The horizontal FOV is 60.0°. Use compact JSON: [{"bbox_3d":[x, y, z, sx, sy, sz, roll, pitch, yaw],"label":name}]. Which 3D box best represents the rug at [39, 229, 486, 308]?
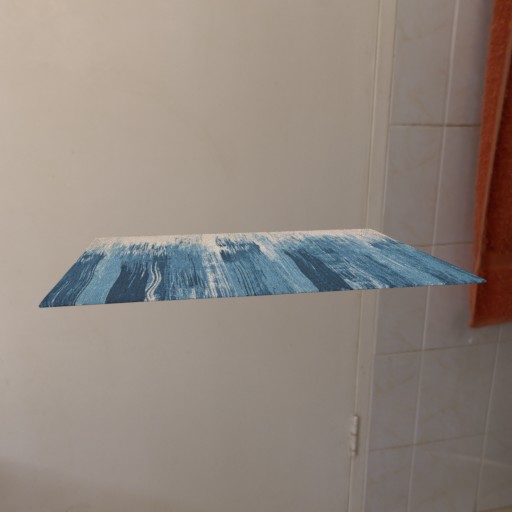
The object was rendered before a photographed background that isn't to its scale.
[{"bbox_3d":[0.000,0.000,2.348,1.836,0.009,1.232,-2,15,-9],"label":"rug"}]
